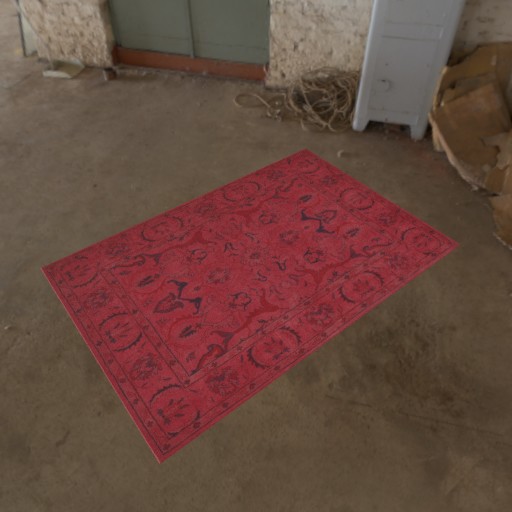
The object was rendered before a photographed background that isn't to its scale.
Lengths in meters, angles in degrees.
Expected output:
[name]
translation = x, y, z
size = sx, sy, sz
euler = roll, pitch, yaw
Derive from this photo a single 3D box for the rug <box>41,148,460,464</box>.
[rug]
translation = 0.000, 0.000, 2.296
size = 1.814, 0.008, 1.209
euler = -29, 52, -26
